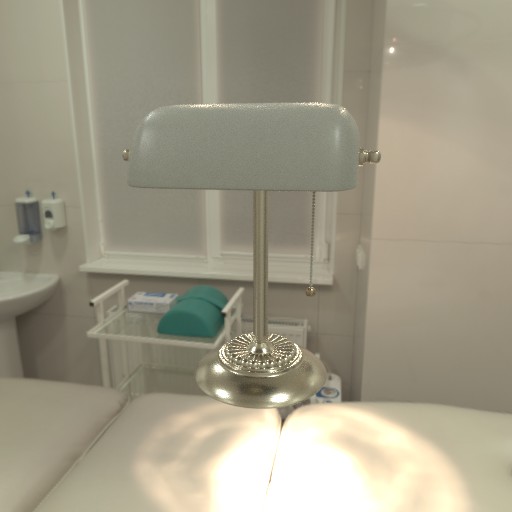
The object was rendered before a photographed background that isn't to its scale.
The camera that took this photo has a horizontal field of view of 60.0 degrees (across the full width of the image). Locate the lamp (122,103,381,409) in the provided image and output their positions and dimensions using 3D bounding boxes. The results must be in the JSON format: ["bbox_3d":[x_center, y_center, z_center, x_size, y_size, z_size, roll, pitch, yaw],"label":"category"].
[{"bbox_3d":[0.000,0.000,0.530,0.264,0.339,0.243,3,15,11],"label":"lamp"}]
